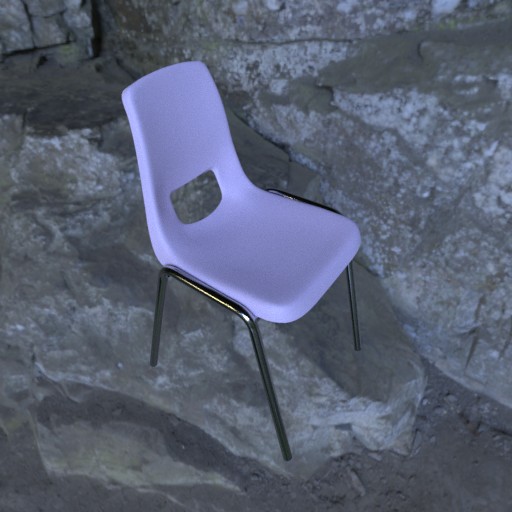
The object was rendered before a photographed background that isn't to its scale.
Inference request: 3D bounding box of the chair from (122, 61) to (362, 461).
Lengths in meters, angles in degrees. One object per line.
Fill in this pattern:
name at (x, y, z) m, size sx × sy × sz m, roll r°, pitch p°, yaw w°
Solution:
chair at (0.000, 0.000, 0.948) m, size 0.436 × 0.704 × 0.381 m, roll 24°, pitch 45°, yaw 26°
